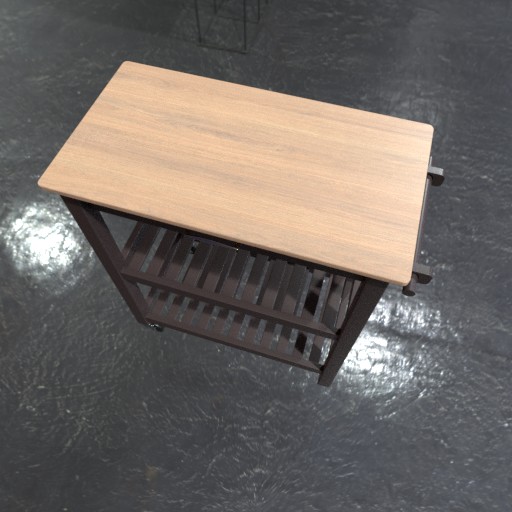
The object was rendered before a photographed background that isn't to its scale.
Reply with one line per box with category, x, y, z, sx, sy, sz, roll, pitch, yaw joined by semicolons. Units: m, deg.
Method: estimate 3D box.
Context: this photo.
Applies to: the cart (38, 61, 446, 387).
cart;0.000;0.000;1.440;0.899;0.927;0.457;15;61;9
